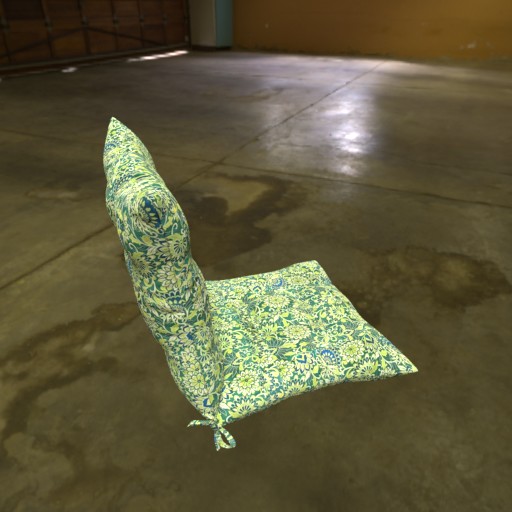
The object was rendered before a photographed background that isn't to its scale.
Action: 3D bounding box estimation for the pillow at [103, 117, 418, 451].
[{"bbox_3d":[0.000,0.000,0.982,0.585,0.536,0.541,-10,31,-18],"label":"pillow"}]
